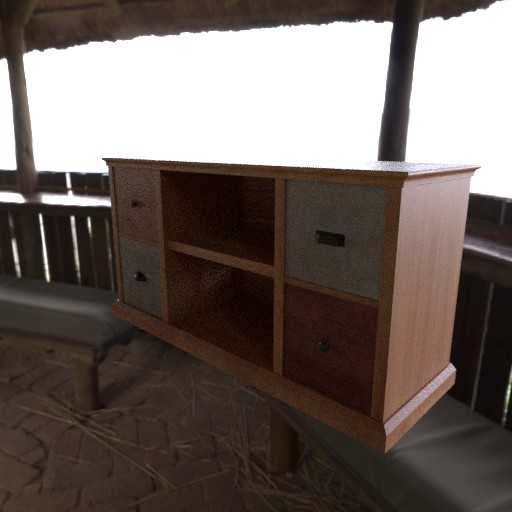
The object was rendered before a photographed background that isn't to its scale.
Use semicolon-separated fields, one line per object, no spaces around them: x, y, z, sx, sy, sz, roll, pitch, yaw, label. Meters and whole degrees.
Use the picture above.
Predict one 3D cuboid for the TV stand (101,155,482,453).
0.000;0.000;1.437;1.181;0.607;0.417;13;20;42;TV stand
